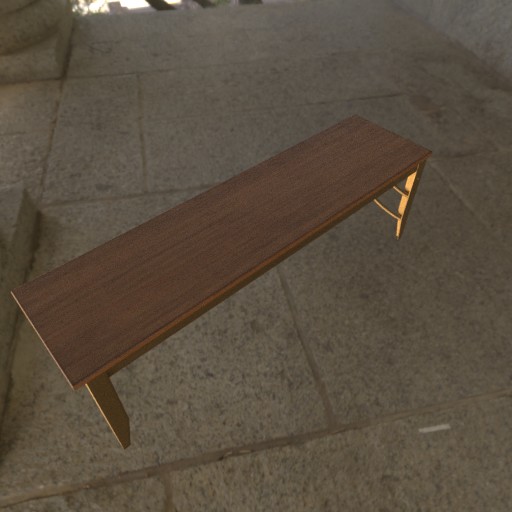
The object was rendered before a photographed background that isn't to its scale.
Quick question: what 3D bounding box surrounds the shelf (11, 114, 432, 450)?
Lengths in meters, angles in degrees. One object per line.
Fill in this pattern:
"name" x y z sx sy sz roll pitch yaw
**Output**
"shelf" 0.000 0.000 0.700 0.636 0.190 0.166 -33 54 -27
